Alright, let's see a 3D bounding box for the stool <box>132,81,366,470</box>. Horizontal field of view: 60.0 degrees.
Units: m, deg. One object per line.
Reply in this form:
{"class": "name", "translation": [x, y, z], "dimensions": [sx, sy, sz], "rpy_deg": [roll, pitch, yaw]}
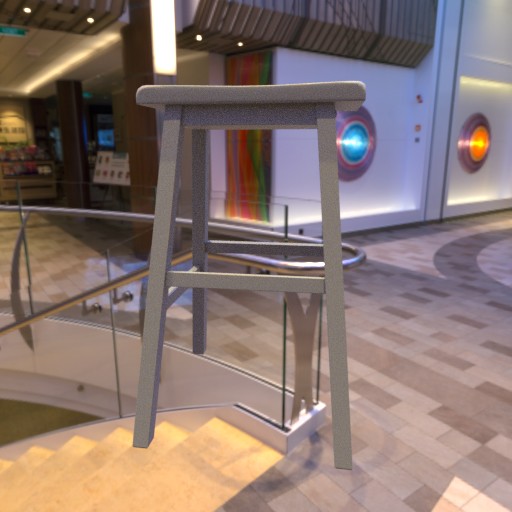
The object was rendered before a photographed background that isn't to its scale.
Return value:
{"class": "stool", "translation": [0.000, 0.000, 1.046], "dimensions": [0.457, 0.737, 0.476], "rpy_deg": [2, 14, 8]}
